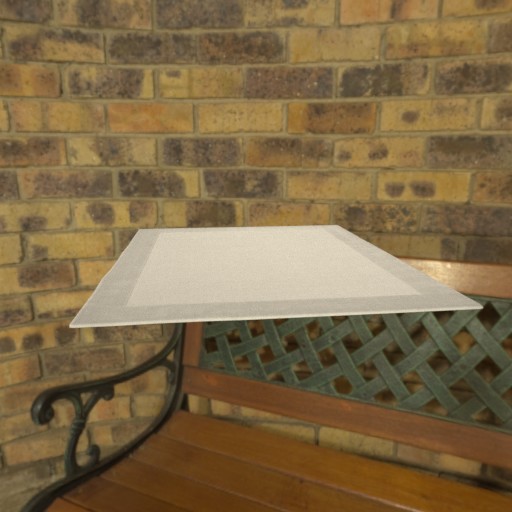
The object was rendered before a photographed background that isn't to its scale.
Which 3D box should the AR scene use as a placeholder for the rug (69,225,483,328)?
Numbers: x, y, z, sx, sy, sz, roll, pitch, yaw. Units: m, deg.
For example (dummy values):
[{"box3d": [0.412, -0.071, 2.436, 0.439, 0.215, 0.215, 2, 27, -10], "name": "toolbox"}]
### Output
[{"box3d": [0.000, 0.000, 3.971, 2.430, 0.018, 2.976, -2, 14, -7], "name": "rug"}]
